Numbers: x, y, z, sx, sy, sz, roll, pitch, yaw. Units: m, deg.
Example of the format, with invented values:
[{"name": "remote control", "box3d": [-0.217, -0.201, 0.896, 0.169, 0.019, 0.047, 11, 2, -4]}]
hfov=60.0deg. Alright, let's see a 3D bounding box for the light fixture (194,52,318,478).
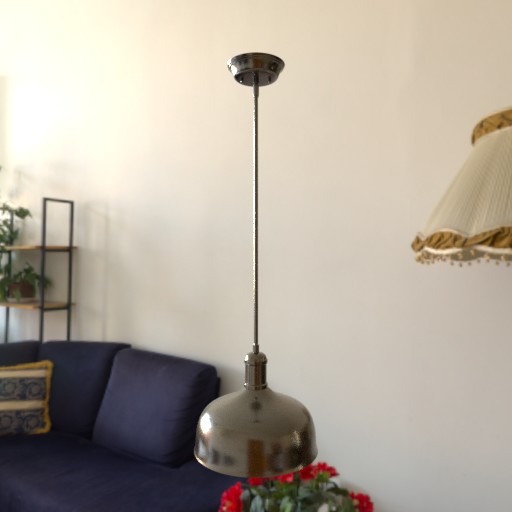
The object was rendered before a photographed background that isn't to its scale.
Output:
[{"name": "light fixture", "box3d": [0.000, 0.000, 1.085, 0.299, 0.935, 0.299, 0, -1, -1]}]
